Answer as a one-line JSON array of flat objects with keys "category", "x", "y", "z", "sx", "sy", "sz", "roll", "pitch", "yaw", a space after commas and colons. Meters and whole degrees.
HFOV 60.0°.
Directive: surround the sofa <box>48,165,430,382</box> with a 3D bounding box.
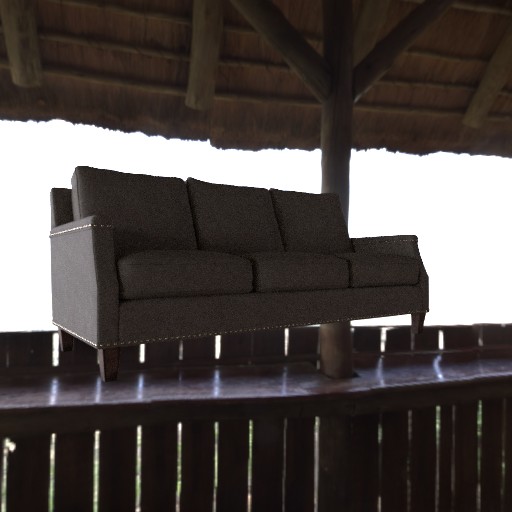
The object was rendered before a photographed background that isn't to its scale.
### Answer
[{"category": "sofa", "x": 0.000, "y": 0.000, "z": 2.768, "sx": 2.226, "sy": 1.042, "sz": 1.034, "roll": 1, "pitch": -1, "yaw": -35}]
